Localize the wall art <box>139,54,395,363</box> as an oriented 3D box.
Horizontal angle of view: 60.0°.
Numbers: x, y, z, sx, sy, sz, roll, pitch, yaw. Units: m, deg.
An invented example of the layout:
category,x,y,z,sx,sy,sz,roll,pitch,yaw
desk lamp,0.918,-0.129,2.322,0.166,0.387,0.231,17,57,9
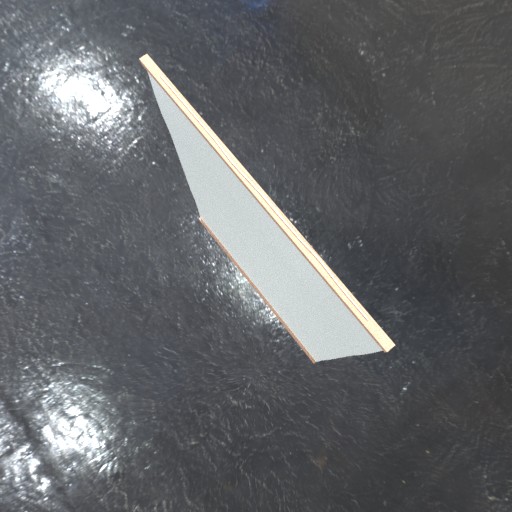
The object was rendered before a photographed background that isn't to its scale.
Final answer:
category,x,y,z,sx,sy,sz,roll,pitch,yaw
wall art,0.000,0.000,1.328,0.020,1.013,0.758,-37,78,-9
